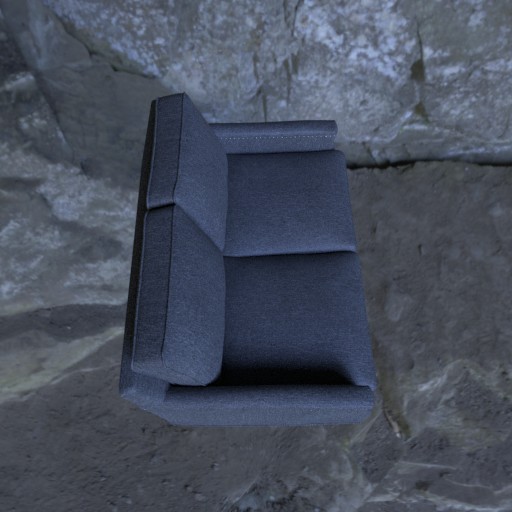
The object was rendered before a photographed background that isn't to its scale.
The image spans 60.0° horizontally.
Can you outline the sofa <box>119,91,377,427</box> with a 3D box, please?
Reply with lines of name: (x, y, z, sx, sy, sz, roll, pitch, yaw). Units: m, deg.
sofa: (0.000, 0.000, 2.298, 1.084, 1.003, 1.597, -1, 63, -1)
